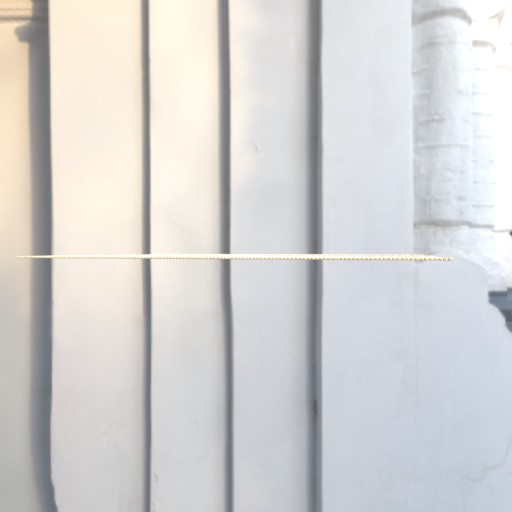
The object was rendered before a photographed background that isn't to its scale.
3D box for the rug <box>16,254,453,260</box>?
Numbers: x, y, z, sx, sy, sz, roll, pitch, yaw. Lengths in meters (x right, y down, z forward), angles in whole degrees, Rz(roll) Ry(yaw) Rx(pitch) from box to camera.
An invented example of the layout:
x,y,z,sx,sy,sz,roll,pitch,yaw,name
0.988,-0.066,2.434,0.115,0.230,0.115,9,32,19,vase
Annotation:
x,y,z,sx,sy,sz,roll,pitch,yaw,name
0.000,0.000,4.039,3.048,0.013,2.438,0,1,18,rug
